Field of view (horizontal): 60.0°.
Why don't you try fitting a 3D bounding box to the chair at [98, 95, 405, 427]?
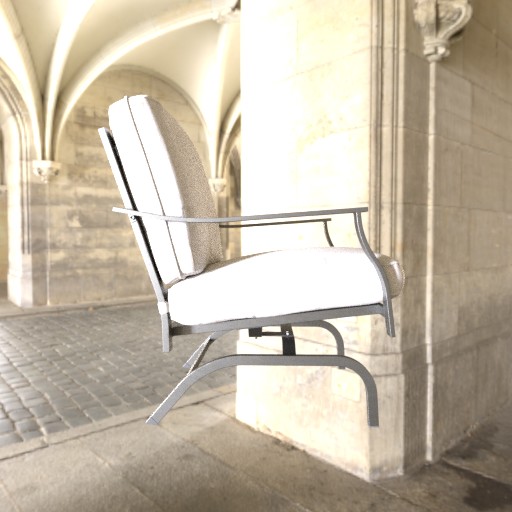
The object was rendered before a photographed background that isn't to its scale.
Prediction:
[{"bbox_3d":[0.000,0.000,1.390,0.787,0.860,0.650,0,2,2],"label":"chair"}]
